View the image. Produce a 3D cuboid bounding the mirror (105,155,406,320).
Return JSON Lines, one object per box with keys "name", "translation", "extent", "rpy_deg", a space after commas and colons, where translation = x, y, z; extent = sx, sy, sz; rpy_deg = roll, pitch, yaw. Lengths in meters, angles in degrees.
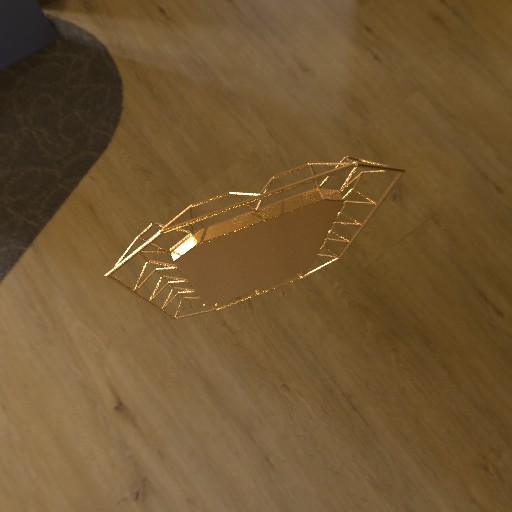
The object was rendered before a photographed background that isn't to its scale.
{"name": "mirror", "translation": [0.000, 0.000, 1.104], "extent": [0.572, 0.870, 0.051], "rpy_deg": [-20, 76, -5]}
